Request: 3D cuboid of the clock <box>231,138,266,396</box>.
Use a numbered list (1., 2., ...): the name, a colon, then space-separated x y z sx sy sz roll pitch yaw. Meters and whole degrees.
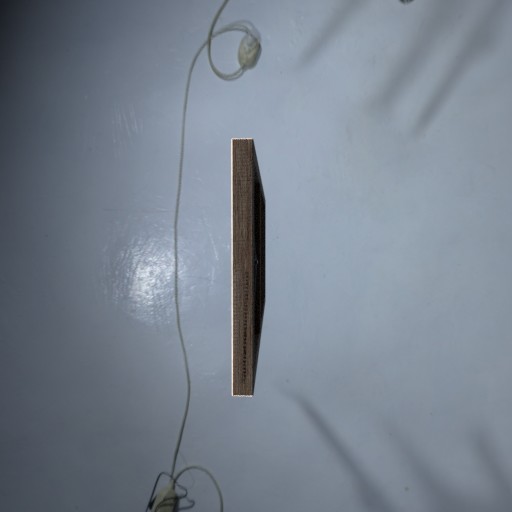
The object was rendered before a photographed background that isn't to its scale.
1. clock: 0.000 0.000 1.099 0.030 0.965 0.361 0 92 2
